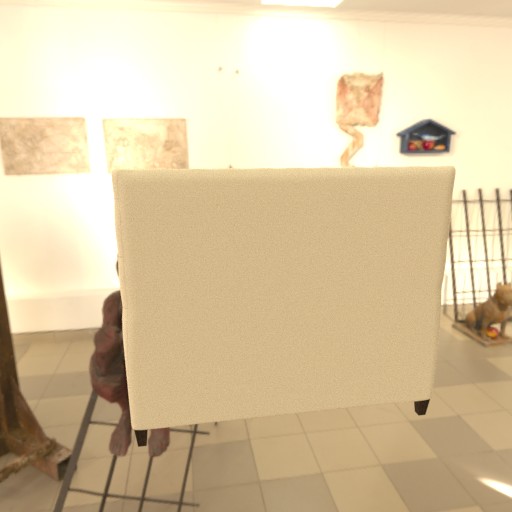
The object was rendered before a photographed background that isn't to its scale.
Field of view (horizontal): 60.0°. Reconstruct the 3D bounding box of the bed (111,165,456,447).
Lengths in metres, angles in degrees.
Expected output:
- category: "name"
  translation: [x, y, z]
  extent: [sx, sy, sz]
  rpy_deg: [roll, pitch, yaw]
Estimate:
- category: "bed"
  translation: [0.000, 0.000, 3.308]
  extent: [1.696, 1.426, 2.233]
  rpy_deg: [-3, 15, -10]
